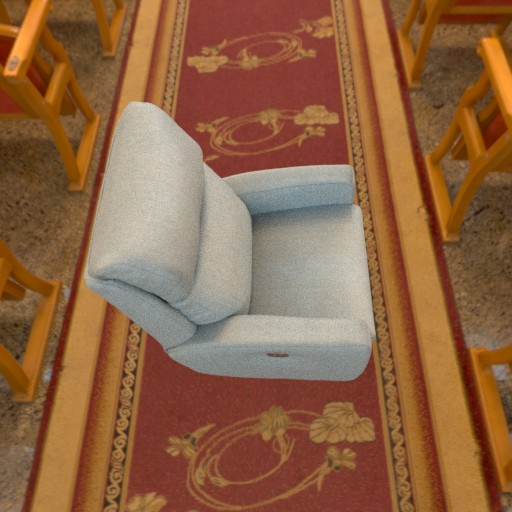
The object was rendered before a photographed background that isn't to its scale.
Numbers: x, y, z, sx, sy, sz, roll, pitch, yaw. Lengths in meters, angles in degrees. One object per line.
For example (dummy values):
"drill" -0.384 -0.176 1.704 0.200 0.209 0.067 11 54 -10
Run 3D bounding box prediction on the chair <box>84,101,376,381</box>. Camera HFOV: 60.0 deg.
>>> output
"chair" 0.000 0.000 1.682 0.940 1.016 0.794 1 63 0
